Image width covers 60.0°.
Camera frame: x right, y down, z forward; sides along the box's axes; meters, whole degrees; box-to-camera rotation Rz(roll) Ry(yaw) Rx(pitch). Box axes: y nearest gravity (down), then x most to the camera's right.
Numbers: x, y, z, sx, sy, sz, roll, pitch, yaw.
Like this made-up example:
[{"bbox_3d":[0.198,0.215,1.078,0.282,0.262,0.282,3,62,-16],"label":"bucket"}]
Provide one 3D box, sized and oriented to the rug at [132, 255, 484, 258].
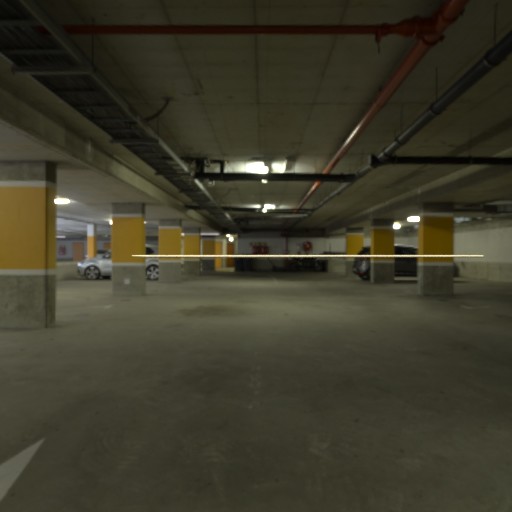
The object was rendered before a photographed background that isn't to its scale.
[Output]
[{"bbox_3d":[0.000,0.000,2.349,1.220,0.007,1.828,0,0,-17],"label":"rug"}]
